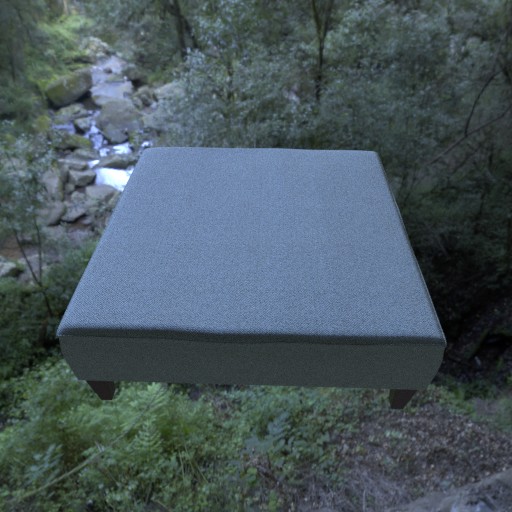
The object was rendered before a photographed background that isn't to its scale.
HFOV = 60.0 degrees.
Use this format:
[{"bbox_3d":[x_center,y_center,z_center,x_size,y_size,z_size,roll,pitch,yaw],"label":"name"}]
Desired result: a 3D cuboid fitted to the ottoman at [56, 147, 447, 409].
[{"bbox_3d":[0.000,0.000,1.555,0.968,0.379,1.004,1,41,1],"label":"ottoman"}]
